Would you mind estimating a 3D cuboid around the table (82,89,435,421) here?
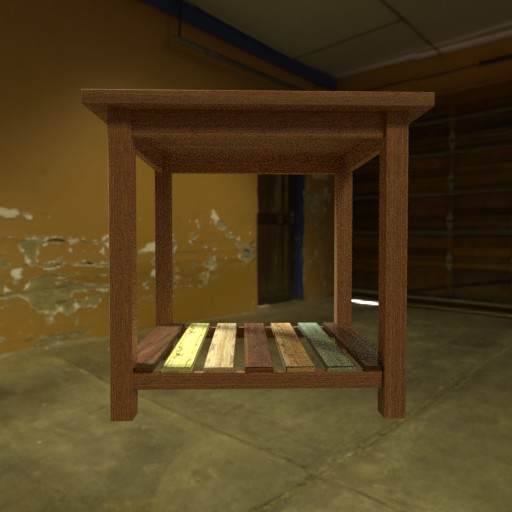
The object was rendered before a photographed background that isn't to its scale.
[{"bbox_3d":[0.000,0.000,1.117,0.660,0.635,0.559,0,2,-2],"label":"table"}]
